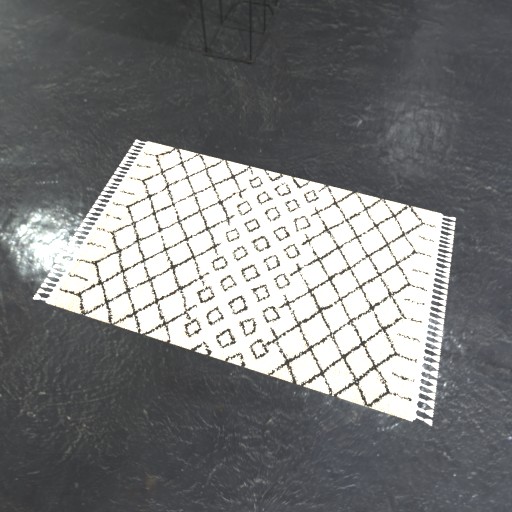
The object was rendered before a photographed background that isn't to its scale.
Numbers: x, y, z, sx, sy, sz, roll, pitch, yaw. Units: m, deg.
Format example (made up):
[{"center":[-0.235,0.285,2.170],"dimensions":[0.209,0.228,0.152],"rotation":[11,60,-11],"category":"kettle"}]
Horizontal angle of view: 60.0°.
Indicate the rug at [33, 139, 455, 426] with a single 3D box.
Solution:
[{"center":[0.000,0.000,2.392],"dimensions":[2.006,0.008,1.196],"rotation":[16,60,9],"category":"rug"}]
